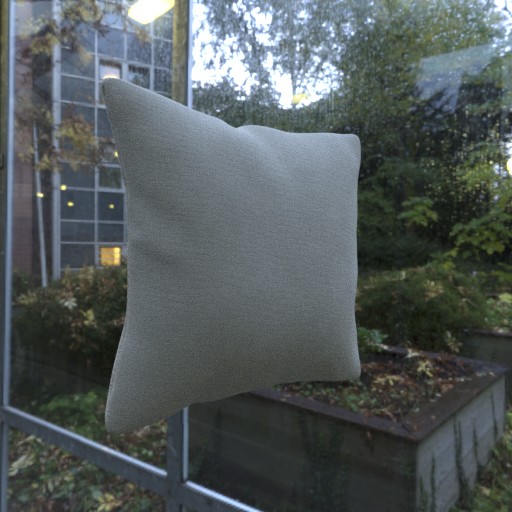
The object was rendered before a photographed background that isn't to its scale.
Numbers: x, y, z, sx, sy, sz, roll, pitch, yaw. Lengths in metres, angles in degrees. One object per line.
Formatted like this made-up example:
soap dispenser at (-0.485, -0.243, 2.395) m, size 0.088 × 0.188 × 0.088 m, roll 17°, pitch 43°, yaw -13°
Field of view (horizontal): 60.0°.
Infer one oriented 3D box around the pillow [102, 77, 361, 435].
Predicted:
pillow at (0.000, 0.000, 0.640) m, size 0.437 × 0.420 × 0.162 m, roll 0°, pitch 0°, yaw -35°
